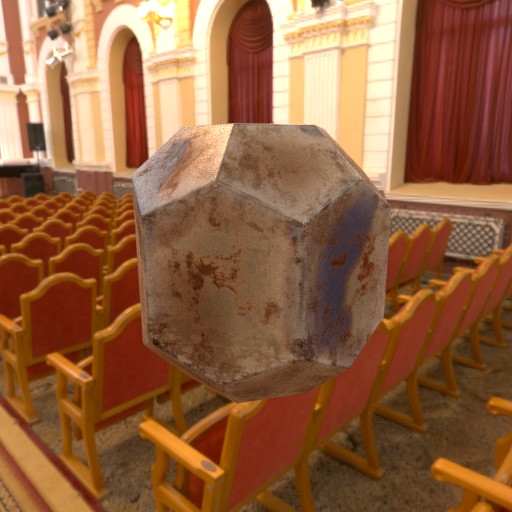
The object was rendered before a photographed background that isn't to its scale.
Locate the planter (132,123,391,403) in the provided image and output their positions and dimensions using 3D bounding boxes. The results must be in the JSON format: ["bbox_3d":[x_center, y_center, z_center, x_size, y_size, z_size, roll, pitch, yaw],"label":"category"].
[{"bbox_3d":[0.000,0.000,0.427,0.221,0.238,0.243,13,18,43],"label":"planter"}]
